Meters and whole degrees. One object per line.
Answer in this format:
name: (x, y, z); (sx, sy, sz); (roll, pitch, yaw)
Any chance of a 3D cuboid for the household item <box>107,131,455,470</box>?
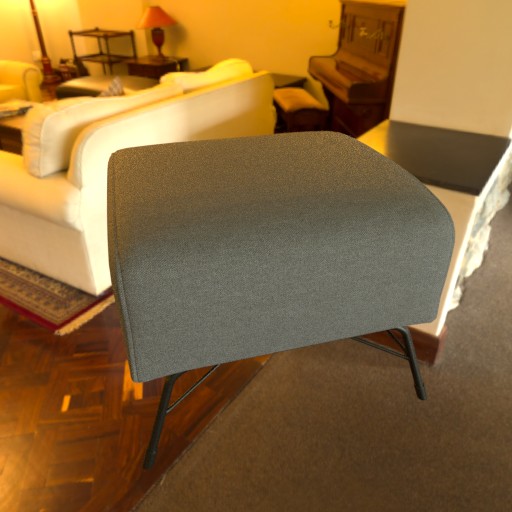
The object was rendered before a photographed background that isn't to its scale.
household item: (0.000, 0.000, 0.884); (0.530, 0.410, 0.530); (-8, 33, -13)
